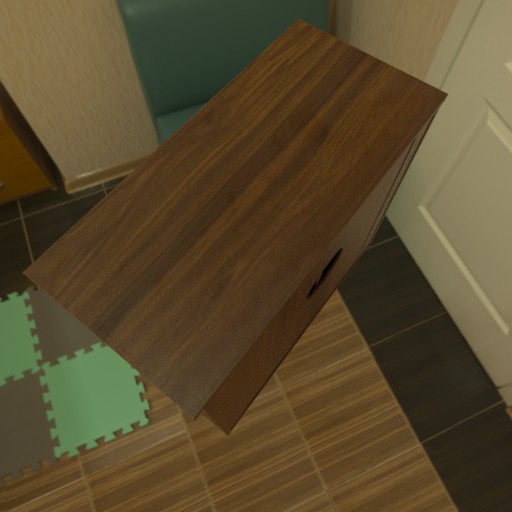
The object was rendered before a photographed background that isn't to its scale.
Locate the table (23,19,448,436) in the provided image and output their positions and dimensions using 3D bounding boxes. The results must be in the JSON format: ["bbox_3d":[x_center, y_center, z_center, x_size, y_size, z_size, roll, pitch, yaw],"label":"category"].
[{"bbox_3d":[0.000,0.000,1.159,0.390,0.725,0.802,35,69,15],"label":"table"}]
